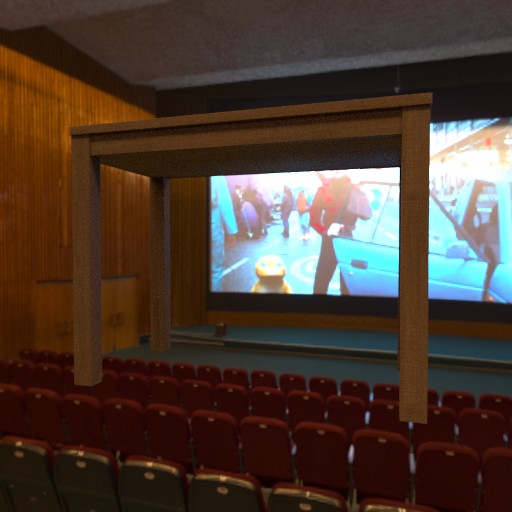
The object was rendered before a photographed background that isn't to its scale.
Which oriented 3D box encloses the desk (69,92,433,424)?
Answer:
[{"bbox_3d":[0.000,0.000,1.397,0.991,0.762,0.495,0,2,17],"label":"desk"}]
